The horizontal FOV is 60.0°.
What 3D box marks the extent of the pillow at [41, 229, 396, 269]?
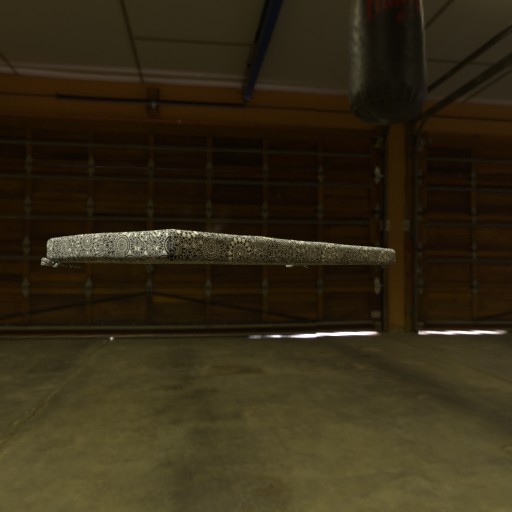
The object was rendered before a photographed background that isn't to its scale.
[{"bbox_3d":[0.000,0.000,1.400,0.492,0.081,1.187,-1,-2,37],"label":"pillow"}]
